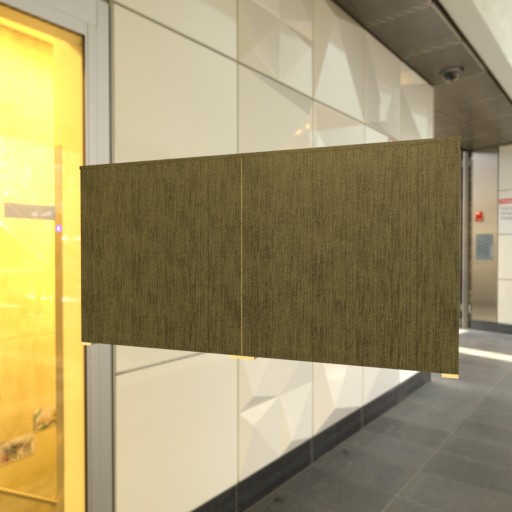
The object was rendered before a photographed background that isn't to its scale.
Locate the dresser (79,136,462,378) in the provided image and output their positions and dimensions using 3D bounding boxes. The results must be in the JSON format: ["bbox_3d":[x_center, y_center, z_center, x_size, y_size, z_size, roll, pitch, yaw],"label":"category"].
[{"bbox_3d":[0.000,0.000,1.858,1.535,0.790,0.333,0,1,20],"label":"dresser"}]
